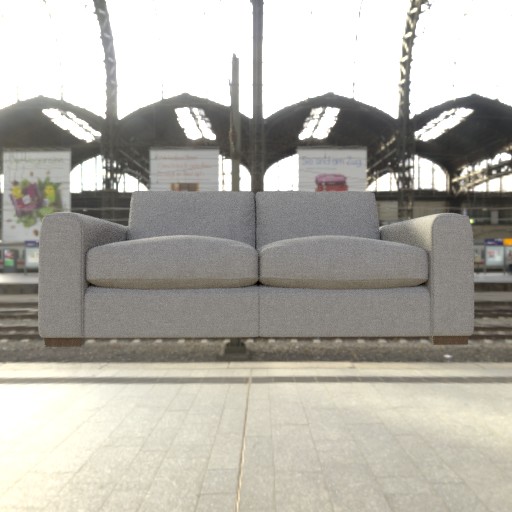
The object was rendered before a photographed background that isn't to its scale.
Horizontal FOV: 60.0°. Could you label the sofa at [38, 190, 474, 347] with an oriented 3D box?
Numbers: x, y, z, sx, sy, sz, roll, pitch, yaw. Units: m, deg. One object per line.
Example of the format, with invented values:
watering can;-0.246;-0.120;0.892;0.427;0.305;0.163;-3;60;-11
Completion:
sofa;0.000;0.000;2.432;1.920;0.800;1.069;0;0;-2
